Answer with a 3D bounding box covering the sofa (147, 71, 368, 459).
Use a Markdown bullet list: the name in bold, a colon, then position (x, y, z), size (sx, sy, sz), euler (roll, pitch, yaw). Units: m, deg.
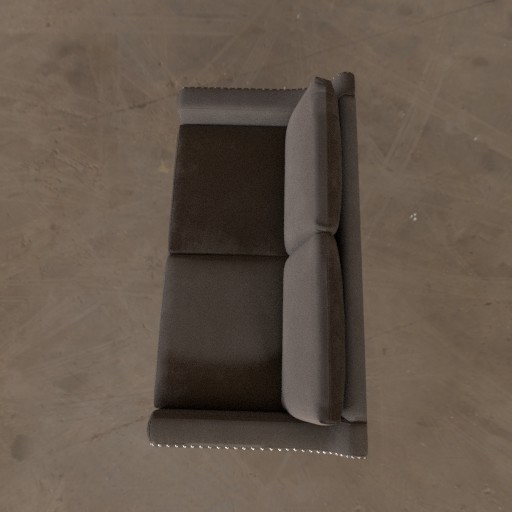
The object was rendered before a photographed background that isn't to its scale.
- **sofa**: position (0.000, 0.000, 3.202), size (1.336, 1.196, 2.550), euler (2, 74, 0)
